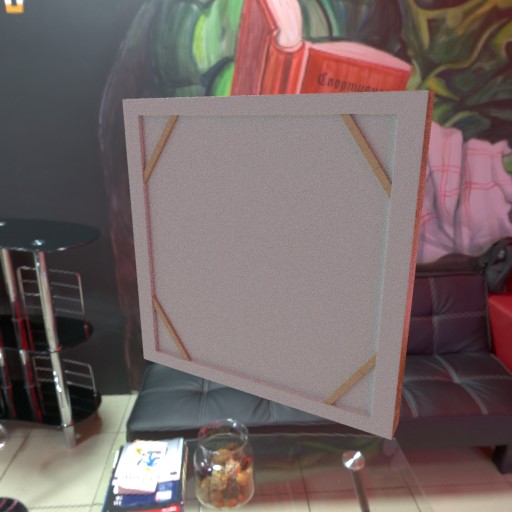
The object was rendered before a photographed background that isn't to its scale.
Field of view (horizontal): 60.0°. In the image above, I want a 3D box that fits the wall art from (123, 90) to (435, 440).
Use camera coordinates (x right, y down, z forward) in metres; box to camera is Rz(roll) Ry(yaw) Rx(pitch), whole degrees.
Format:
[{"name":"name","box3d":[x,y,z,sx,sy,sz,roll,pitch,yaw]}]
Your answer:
[{"name":"wall art","box3d":[0.000,0.000,0.599,0.405,0.407,0.038,9,19,28]}]
